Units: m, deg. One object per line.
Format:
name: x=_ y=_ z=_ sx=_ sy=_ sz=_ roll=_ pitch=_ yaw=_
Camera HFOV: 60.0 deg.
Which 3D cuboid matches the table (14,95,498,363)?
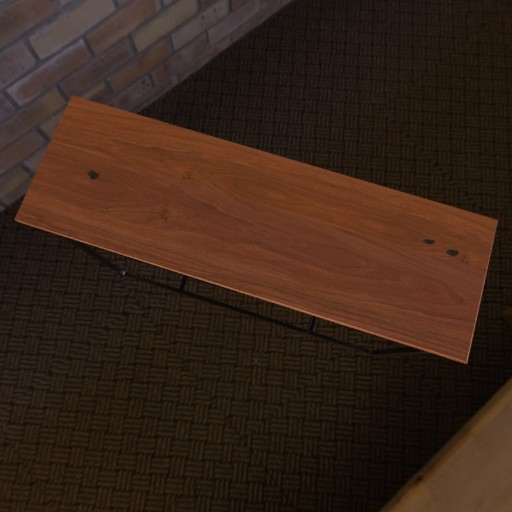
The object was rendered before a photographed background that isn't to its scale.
table: x=0.000 y=0.000 z=1.422 sx=1.100 sy=0.750 sz=0.350 roll=17 pitch=77 yaw=4
